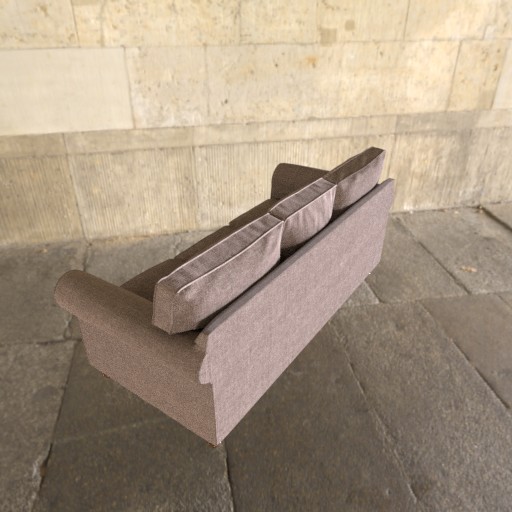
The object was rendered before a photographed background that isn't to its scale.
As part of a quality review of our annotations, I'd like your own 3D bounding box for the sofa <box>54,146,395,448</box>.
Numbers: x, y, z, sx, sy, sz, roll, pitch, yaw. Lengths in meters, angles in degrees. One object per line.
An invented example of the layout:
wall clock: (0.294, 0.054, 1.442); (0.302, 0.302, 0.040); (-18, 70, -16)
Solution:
sofa: (0.000, 0.000, 2.645); (0.916, 0.961, 2.084); (20, 36, 30)
